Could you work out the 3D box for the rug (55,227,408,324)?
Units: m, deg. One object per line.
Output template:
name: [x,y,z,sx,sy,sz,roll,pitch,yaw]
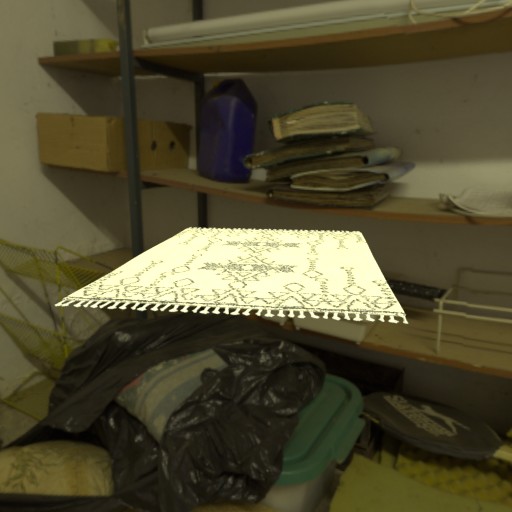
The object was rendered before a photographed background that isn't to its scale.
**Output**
rug: [0.000,0.000,4.035,2.125,0.028,3.027,2,13,8]
